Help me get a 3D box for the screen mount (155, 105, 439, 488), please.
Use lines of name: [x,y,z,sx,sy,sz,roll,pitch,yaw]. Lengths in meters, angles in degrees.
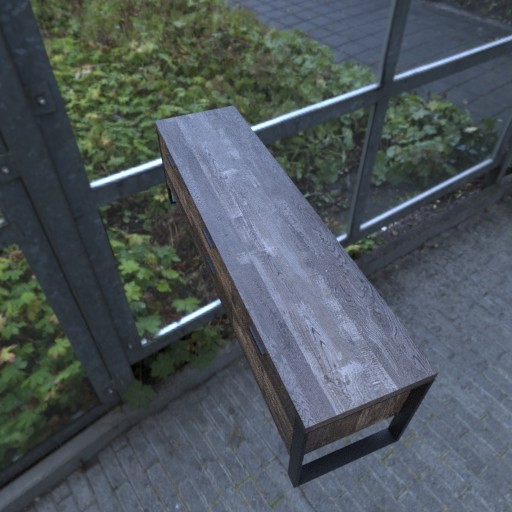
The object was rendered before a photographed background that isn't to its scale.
screen mount: [0.000,0.000,1.739,0.395,0.450,1.524,-16,48,-15]
